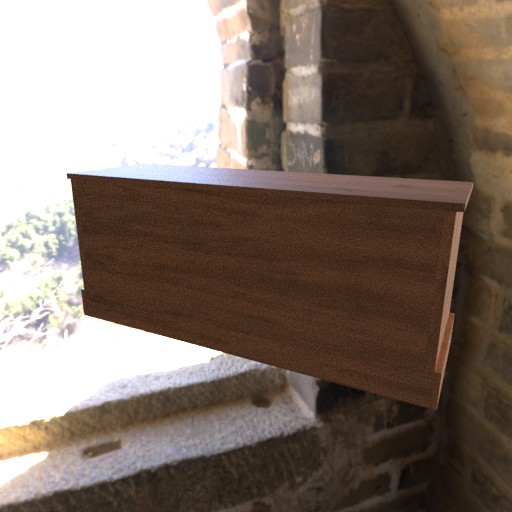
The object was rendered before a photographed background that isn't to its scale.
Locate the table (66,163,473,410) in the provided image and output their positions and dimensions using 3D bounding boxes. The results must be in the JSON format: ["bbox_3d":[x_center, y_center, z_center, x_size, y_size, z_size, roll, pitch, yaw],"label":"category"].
[{"bbox_3d":[0.000,0.000,1.441,1.200,0.510,0.400,9,19,26],"label":"table"}]
